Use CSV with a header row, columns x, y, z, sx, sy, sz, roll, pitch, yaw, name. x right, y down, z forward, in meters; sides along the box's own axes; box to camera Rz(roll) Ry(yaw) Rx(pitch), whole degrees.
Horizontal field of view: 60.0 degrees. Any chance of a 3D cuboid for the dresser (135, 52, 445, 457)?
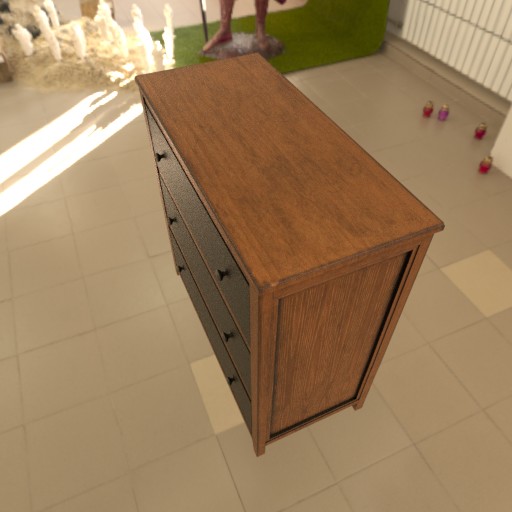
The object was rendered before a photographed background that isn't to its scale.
x,y,z,sx,sy,sz,roll,pitch,yaw,name
0.000,0.000,1.980,0.591,1.224,1.250,-18,50,-16,dresser
